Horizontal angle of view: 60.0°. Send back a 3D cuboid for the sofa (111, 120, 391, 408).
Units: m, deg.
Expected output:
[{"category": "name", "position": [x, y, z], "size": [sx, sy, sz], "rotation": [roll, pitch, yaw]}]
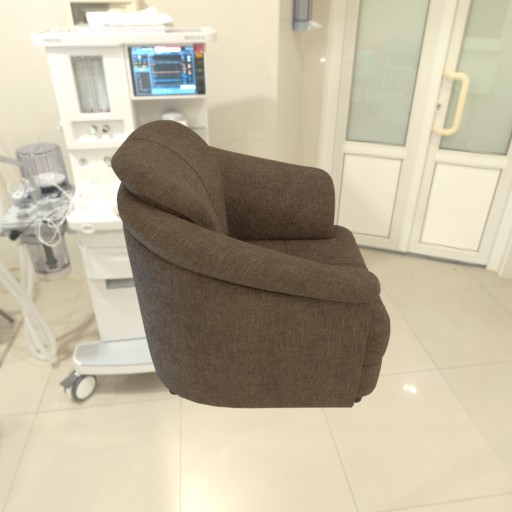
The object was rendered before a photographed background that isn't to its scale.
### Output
[{"category": "sofa", "position": [0.000, 0.000, 1.505], "size": [0.794, 0.811, 0.870], "rotation": [-1, 31, -1]}]
